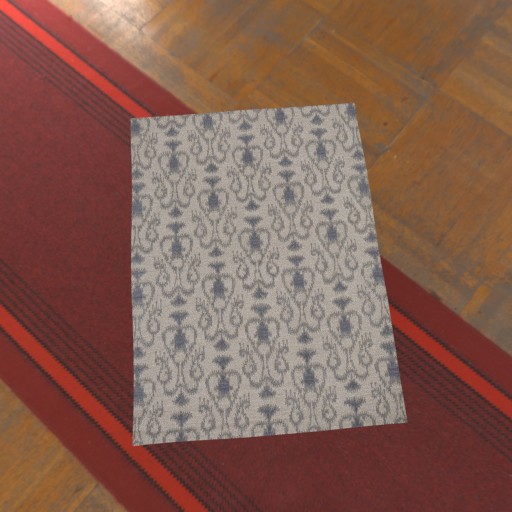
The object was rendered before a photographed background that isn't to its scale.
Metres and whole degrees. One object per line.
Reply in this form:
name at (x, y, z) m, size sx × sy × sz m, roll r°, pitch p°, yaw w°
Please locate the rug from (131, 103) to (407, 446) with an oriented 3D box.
rug at (0.000, 0.000, 2.989) m, size 1.676 × 0.013 × 2.261 m, roll -4°, pitch 74°, yaw -1°
